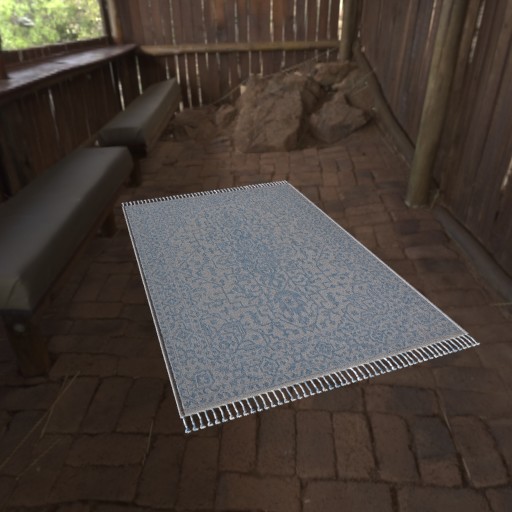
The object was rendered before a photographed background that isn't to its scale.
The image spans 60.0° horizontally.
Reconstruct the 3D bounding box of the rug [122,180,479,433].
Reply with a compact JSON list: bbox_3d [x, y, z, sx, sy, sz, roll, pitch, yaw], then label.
[{"bbox_3d":[0.000,0.000,3.007,1.524,0.010,2.438,-11,32,-18],"label":"rug"}]
